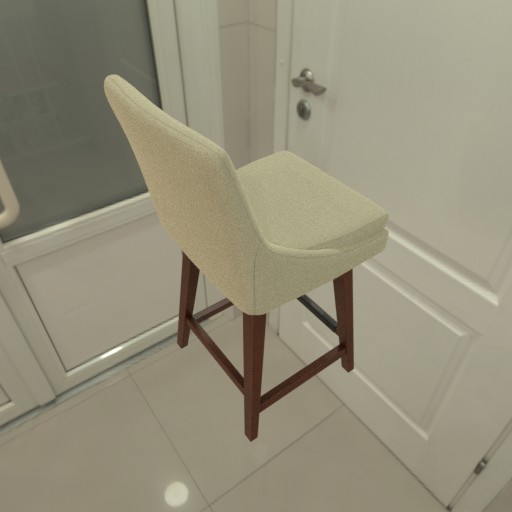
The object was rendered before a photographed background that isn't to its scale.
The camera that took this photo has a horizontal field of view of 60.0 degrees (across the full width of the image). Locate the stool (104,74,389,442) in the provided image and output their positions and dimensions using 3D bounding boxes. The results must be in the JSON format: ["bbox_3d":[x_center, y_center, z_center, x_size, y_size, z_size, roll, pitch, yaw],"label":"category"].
[{"bbox_3d":[0.000,0.000,1.257,0.559,0.991,0.469,-26,47,-26],"label":"stool"}]
